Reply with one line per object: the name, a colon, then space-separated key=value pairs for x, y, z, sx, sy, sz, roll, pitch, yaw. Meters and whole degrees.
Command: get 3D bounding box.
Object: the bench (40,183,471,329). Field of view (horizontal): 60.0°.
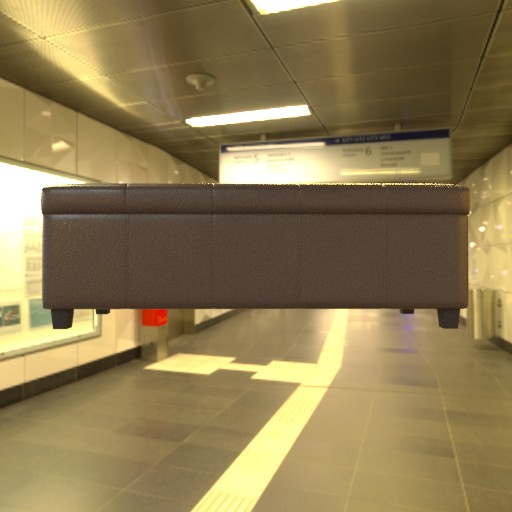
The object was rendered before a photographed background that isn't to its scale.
bench: x=0.000 y=0.000 z=1.443 sx=1.219 sy=0.417 sz=0.450 roll=0 pitch=-1 yaw=-1
